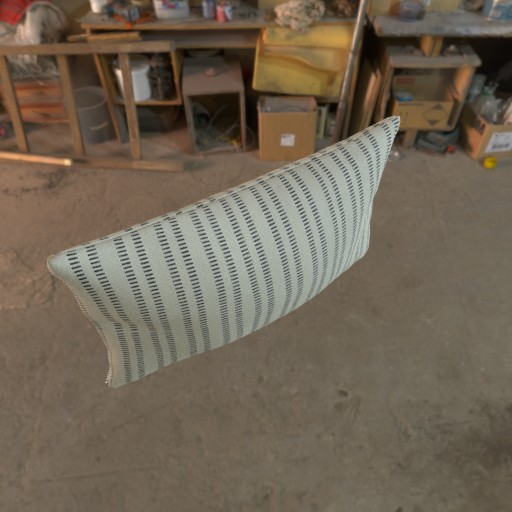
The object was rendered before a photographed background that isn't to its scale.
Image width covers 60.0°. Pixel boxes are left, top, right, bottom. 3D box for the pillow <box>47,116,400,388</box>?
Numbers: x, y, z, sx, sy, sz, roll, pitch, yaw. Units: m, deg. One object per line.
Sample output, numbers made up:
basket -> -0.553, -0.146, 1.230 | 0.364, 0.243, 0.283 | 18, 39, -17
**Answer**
pillow -> 0.000, 0.000, 0.801 | 0.640, 0.353, 0.210 | -26, 53, -22
